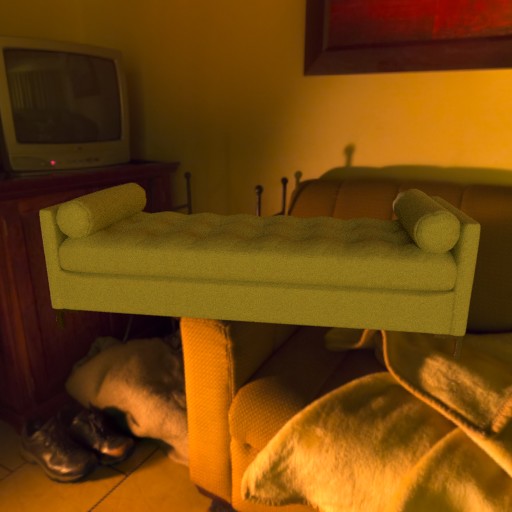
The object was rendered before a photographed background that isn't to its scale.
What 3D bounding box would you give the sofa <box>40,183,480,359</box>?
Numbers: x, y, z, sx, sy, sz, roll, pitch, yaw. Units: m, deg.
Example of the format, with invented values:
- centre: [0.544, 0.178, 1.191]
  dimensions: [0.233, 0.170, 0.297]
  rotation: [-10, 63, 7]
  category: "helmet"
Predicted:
- centre: [0.000, 0.000, 2.488]
  dimensions: [2.102, 0.705, 0.796]
  rotation: [3, 17, 9]
  category: "sofa"
